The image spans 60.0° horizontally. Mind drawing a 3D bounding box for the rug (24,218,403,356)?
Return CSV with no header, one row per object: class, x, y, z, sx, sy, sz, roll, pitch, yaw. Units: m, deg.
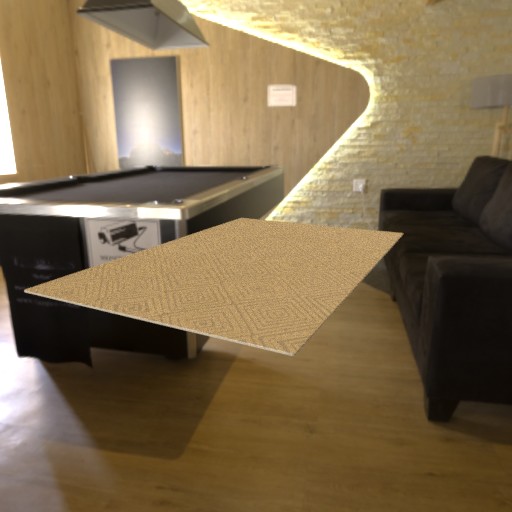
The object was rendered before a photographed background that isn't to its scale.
rug,0.000,0.000,2.233,1.143,0.008,1.753,8,17,26
